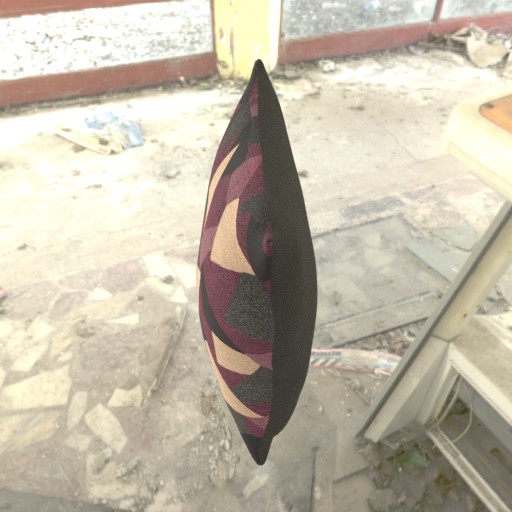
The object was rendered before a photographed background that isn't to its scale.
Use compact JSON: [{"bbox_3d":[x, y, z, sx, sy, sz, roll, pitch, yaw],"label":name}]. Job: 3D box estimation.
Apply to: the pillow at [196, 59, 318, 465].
[{"bbox_3d":[0.000,0.000,0.758,0.208,0.496,0.503,-1,42,-1],"label":"pillow"}]
